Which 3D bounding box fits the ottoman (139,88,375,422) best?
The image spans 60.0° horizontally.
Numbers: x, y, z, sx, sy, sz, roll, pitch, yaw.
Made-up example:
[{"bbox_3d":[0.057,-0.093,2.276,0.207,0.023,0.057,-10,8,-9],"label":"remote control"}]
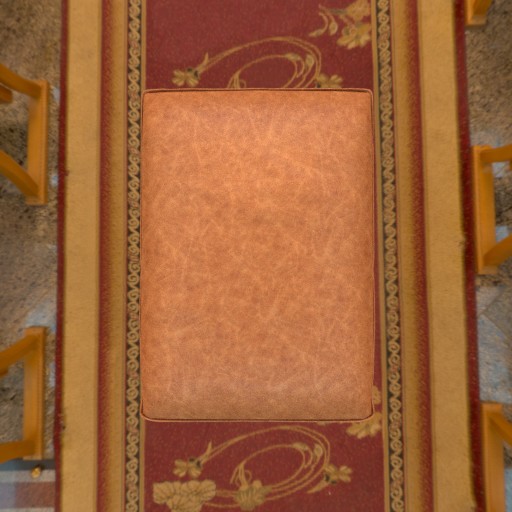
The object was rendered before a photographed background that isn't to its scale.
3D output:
[{"bbox_3d":[0.000,0.000,1.090,0.533,0.480,0.710,0,88,0],"label":"ottoman"}]
